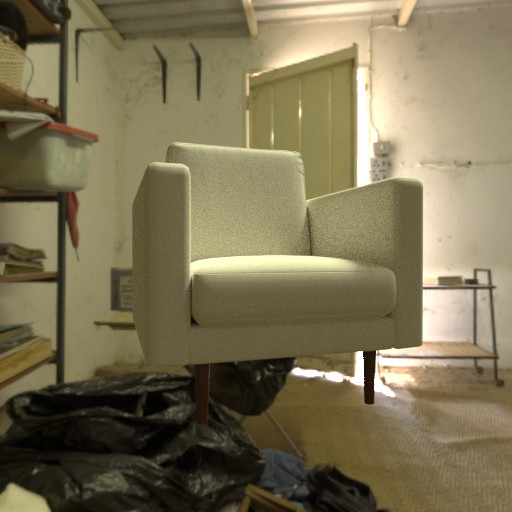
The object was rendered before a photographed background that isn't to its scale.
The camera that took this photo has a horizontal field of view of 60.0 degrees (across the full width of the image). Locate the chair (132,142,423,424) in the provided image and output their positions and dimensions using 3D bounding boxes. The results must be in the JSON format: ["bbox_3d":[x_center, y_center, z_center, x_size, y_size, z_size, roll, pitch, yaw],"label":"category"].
[{"bbox_3d":[0.000,0.000,1.596,0.831,0.899,0.879,0,0,-18],"label":"chair"}]
